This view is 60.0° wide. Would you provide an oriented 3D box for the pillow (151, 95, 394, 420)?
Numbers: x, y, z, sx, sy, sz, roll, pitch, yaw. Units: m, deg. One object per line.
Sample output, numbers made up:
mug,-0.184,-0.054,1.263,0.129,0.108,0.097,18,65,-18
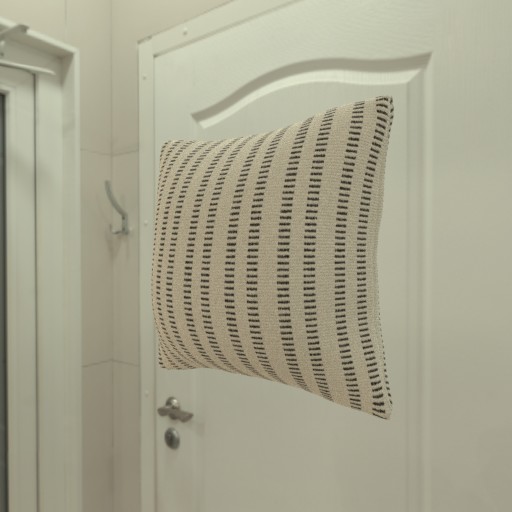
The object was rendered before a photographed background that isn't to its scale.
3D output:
pillow,0.000,0.000,0.696,0.438,0.419,0.247,1,1,37
